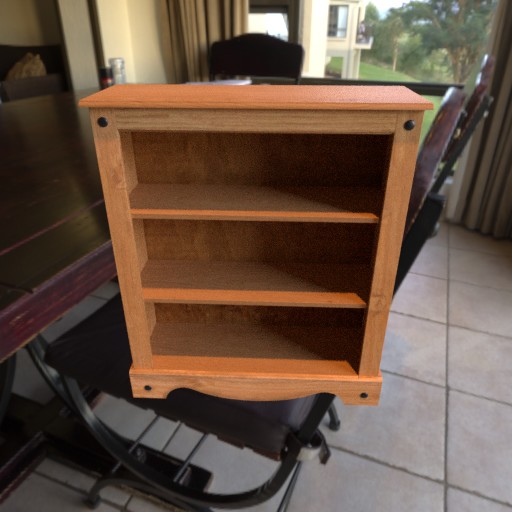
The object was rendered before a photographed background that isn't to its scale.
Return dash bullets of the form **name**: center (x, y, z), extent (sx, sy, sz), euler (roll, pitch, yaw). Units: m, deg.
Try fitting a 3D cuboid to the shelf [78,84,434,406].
- **shelf**: center (0.000, 0.000, 1.403), extent (0.840, 0.980, 0.291), euler (1, 29, 2)
